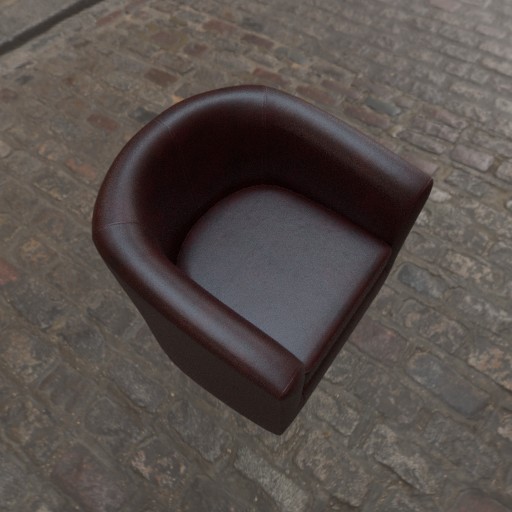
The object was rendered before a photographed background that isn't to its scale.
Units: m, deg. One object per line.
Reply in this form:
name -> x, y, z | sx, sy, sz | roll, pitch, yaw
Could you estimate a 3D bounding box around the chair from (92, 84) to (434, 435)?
chair -> 0.000, 0.000, 1.411 | 0.727, 0.756, 0.792 | 32, 62, 19
